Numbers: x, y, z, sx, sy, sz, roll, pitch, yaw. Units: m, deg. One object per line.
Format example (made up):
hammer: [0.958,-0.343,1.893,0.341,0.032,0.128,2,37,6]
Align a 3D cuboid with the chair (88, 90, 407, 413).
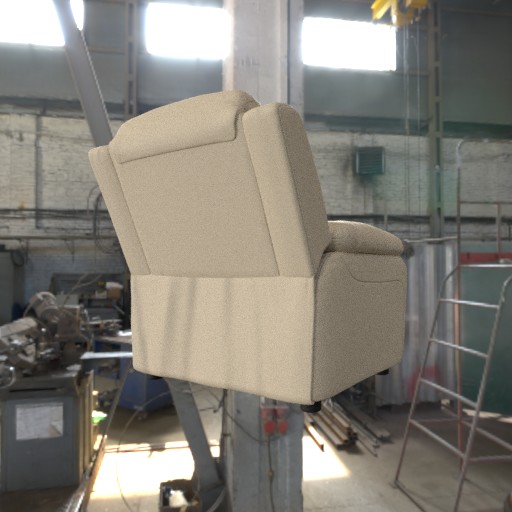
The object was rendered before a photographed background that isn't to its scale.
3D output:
chair: [0.000,0.000,1.258,0.680,0.702,0.709,-1,-2,35]
